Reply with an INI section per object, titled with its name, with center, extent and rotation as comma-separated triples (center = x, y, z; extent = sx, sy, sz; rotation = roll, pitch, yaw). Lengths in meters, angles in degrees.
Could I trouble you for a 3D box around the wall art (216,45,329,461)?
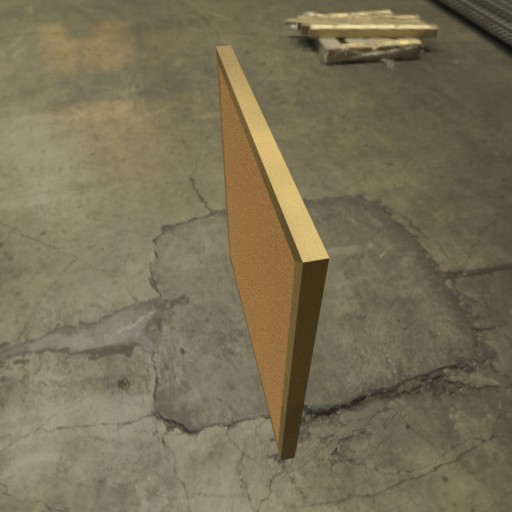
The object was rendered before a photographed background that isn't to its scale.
[wall art]
center = 0.000, 0.000, 1.142
extent = 0.038, 0.762, 0.762
rotation = -9, 47, -9
